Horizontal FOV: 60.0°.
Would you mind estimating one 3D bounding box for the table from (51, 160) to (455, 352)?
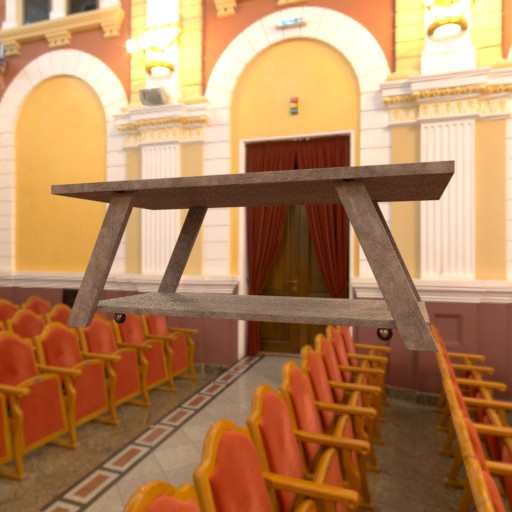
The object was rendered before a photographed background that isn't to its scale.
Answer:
[{"bbox_3d":[0.000,0.000,1.550,1.219,0.470,0.610,0,1,19],"label":"table"}]
